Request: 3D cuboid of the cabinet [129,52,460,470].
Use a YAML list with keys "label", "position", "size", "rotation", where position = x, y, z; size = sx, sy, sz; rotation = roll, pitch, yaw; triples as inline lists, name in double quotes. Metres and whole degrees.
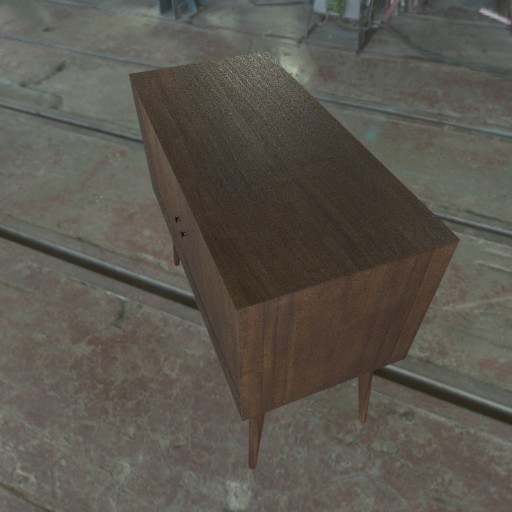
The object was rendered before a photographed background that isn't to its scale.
- label: "cabinet"
  position: [0.000, 0.000, 1.085]
  size: [0.354, 0.654, 0.743]
  rotation: [-16, 48, -15]
